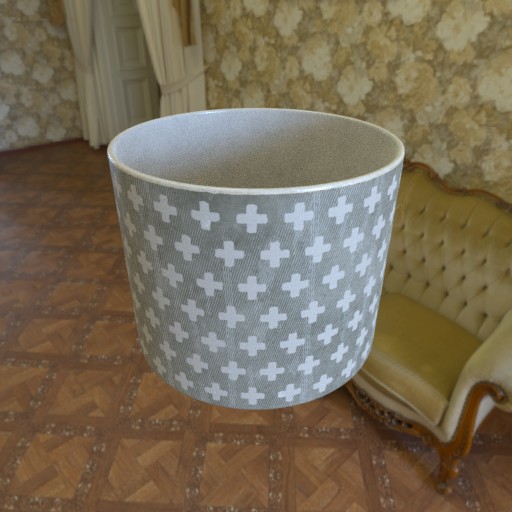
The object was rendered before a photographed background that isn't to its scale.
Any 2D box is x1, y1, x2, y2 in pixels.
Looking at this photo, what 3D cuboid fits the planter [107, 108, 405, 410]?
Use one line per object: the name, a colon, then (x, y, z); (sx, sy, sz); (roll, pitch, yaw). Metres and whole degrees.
planter: (0.000, 0.000, 0.339); (0.190, 0.181, 0.190); (0, 30, 0)
